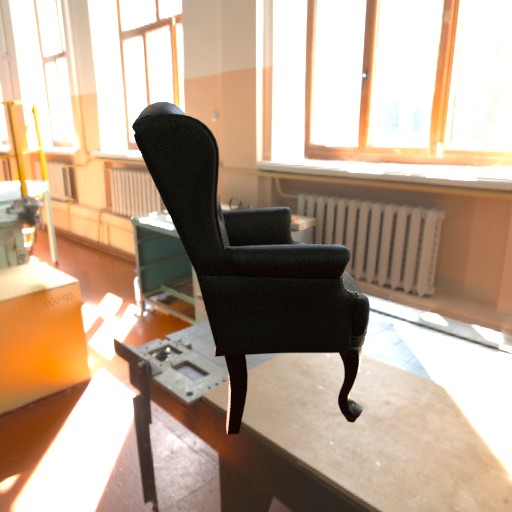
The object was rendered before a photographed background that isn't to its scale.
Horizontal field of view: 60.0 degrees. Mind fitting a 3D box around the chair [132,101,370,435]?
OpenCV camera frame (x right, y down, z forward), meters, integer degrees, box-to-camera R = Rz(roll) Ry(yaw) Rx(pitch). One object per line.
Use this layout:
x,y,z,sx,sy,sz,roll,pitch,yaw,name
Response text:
0.000,0.000,1.730,0.822,1.133,0.831,-3,16,-9,chair
